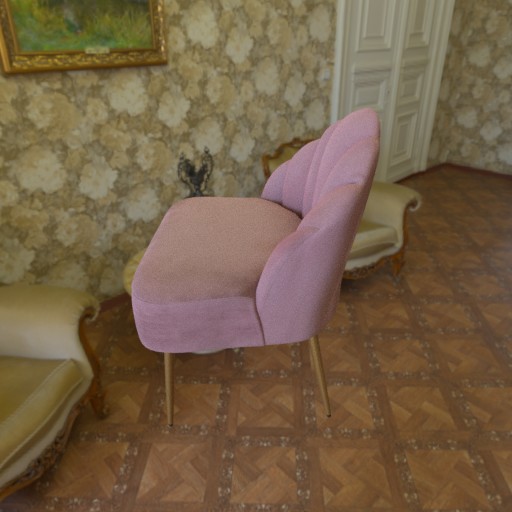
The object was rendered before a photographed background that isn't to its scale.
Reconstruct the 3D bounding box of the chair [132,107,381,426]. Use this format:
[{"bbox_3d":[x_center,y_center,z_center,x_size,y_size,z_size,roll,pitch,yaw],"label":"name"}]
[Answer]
[{"bbox_3d":[0.000,0.000,1.282,0.599,0.819,0.657,0,27,1],"label":"chair"}]
